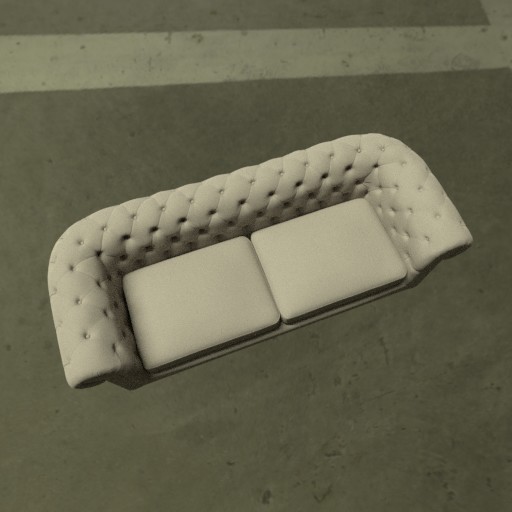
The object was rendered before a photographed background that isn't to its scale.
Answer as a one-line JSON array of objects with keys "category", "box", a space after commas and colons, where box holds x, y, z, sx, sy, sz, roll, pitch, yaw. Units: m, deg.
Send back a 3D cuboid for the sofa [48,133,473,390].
[{"category": "sofa", "box": [0.000, 0.000, 2.843, 2.411, 0.749, 0.991, -18, 66, -9]}]
